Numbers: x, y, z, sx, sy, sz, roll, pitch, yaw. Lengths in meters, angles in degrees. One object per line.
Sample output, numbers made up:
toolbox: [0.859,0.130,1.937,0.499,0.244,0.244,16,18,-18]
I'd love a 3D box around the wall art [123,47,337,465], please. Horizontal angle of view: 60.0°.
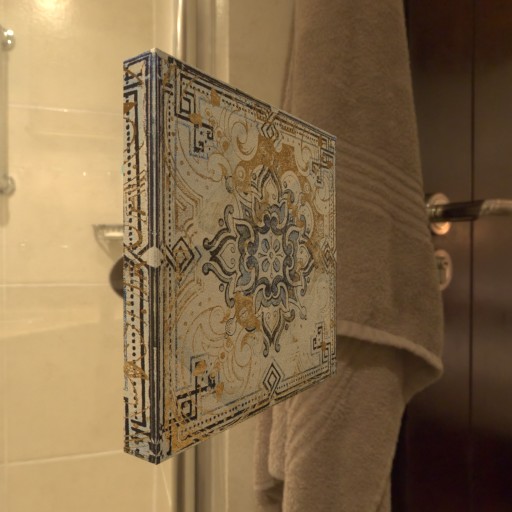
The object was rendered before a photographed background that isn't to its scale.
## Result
wall art: [0.000,0.000,0.457,0.038,0.306,0.302,0,0,36]
